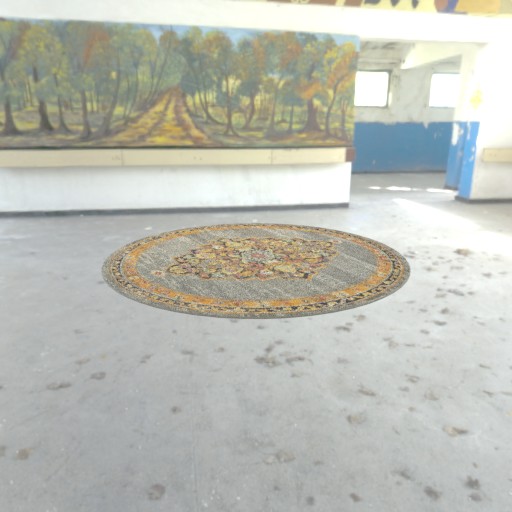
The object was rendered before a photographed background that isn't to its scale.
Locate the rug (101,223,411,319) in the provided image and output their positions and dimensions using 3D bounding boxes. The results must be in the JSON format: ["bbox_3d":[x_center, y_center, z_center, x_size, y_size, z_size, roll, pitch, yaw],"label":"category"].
[{"bbox_3d":[0.000,0.000,3.597,2.382,0.014,2.382,0,17,0],"label":"rug"}]
